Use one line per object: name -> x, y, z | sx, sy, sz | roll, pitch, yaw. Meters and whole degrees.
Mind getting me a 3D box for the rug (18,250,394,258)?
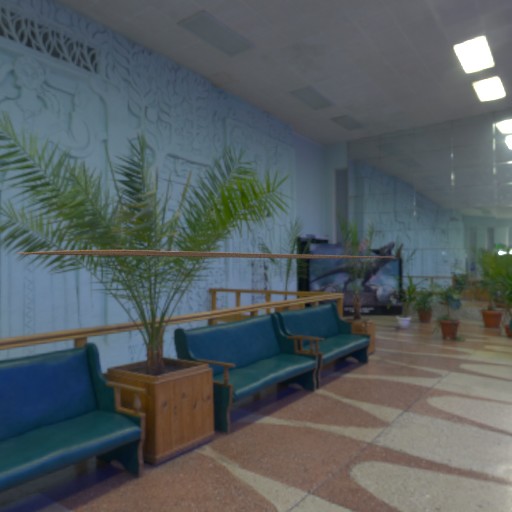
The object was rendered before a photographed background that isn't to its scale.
rug -> 0.000, 0.000, 2.691 | 0.799, 0.010, 2.444 | -1, -1, 38
